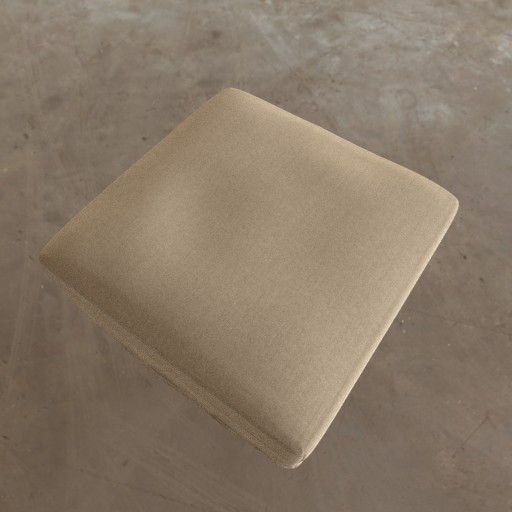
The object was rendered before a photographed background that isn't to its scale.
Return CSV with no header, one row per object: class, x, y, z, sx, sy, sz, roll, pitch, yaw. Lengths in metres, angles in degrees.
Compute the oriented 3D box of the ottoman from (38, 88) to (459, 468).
ottoman,0.000,0.000,1.316,0.843,0.436,0.840,32,64,18
